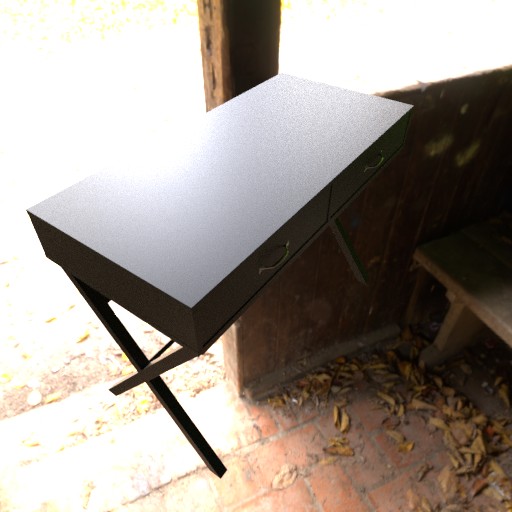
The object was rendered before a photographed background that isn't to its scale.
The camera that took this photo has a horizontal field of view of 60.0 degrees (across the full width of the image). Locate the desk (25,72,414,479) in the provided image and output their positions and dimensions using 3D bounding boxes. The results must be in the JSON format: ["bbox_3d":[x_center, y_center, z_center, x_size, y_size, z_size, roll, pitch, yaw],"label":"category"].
[{"bbox_3d":[0.000,0.000,1.468,0.525,0.780,1.057,26,48,26],"label":"desk"}]
